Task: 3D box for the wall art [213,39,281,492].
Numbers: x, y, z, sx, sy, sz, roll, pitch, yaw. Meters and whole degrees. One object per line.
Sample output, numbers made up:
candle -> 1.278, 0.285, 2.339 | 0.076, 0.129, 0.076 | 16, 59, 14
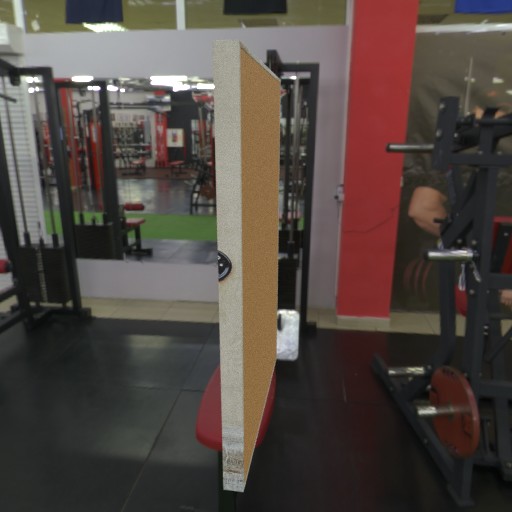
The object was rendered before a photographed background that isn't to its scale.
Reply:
wall art -> 0.000, 0.000, 0.959 | 0.038, 0.764, 0.508 | 3, 16, 9
